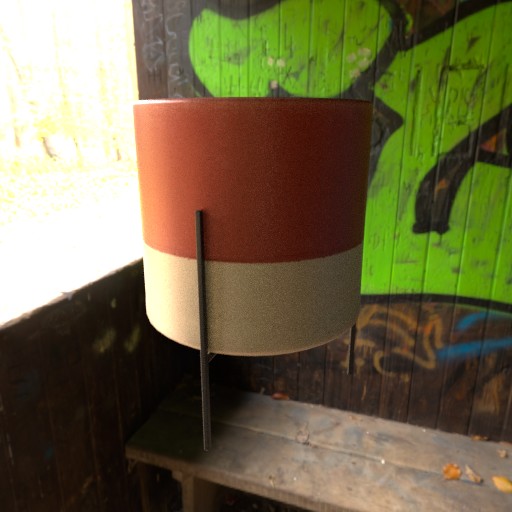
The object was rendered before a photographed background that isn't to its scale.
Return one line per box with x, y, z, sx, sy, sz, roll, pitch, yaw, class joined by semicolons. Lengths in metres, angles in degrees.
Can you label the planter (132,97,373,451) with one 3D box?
0.000;0.000;0.713;0.354;0.465;0.345;-3;17;-9;planter
